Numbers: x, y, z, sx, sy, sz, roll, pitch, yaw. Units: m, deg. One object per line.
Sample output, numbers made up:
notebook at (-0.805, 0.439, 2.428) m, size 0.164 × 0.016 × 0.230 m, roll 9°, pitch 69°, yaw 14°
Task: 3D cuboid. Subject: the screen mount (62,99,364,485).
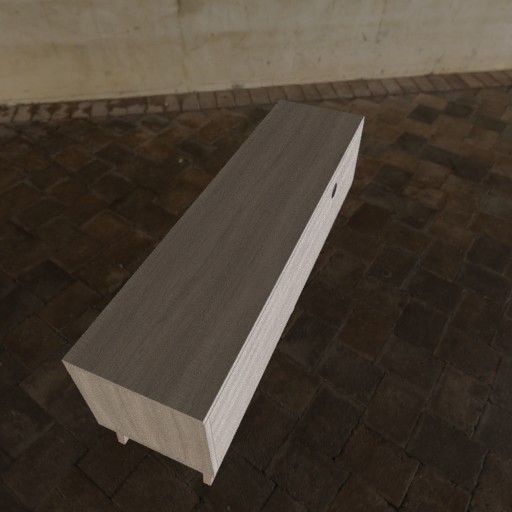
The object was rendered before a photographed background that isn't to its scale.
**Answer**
screen mount at (0.000, 0.000, 1.702) m, size 0.401 × 0.509 × 1.500 m, roll 17°, pitch 48°, yaw 16°
